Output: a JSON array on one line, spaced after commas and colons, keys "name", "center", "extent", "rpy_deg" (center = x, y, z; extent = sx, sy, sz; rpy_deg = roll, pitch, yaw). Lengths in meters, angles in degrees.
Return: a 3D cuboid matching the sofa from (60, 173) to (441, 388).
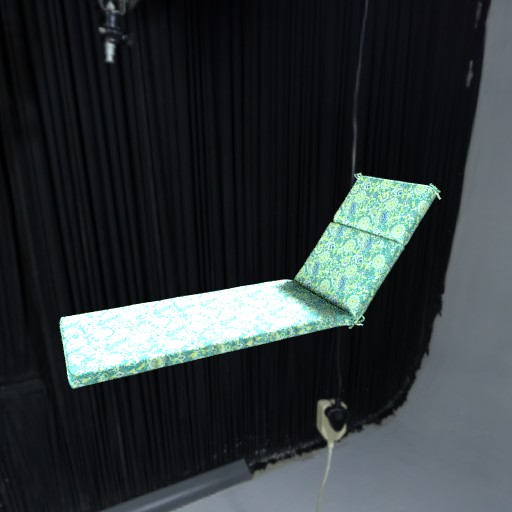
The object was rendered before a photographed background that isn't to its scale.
[{"name": "sofa", "center": [0.000, 0.000, 1.994], "extent": [1.663, 0.622, 0.582], "rpy_deg": [-8, 18, -25]}]
